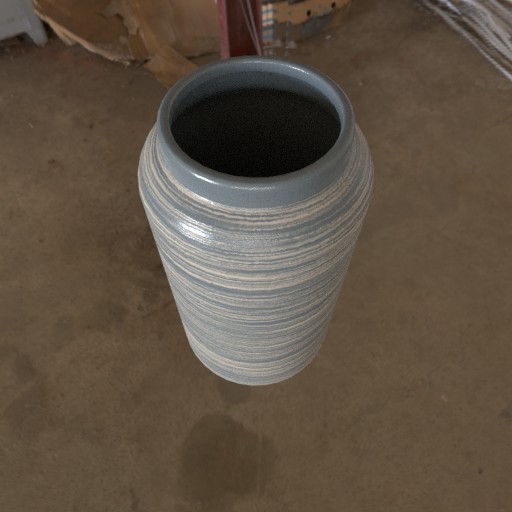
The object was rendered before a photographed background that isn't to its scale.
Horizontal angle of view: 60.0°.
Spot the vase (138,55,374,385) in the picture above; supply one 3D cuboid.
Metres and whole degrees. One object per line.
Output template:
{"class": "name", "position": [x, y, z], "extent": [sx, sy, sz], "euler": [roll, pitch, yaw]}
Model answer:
{"class": "vase", "position": [0.000, 0.000, 0.289], "extent": [0.116, 0.230, 0.116], "euler": [0, 57, 0]}
